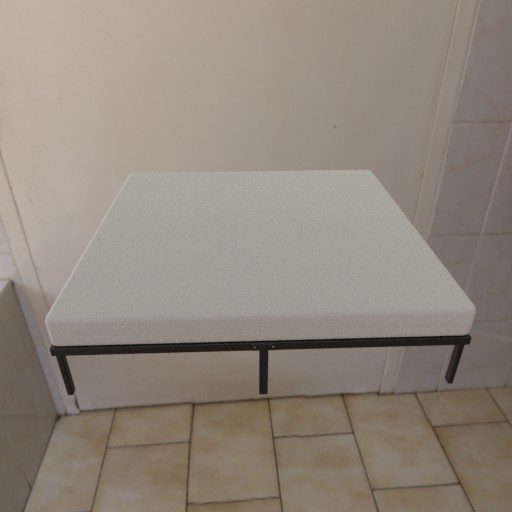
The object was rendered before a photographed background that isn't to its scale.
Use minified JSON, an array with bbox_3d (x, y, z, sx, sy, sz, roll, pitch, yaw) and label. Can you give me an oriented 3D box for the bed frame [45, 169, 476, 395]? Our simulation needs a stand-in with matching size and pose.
[{"bbox_3d":[0.000,0.000,3.887,2.635,0.680,2.526,-1,31,-2],"label":"bed frame"}]
